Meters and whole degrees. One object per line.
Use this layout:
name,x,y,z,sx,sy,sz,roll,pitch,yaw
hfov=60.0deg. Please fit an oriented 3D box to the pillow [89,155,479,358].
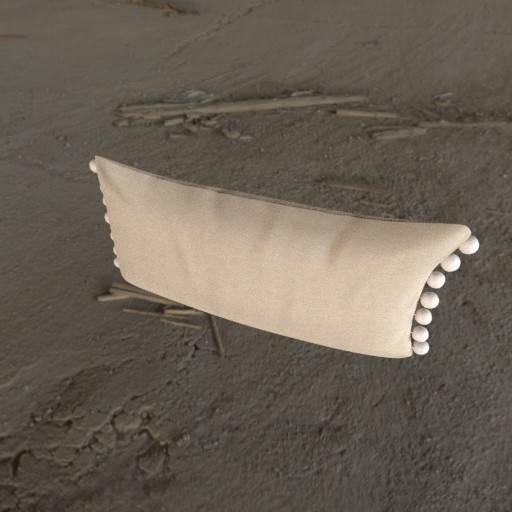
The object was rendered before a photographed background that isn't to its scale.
pillow,0.000,0.000,0.834,0.709,0.322,0.201,14,44,15
